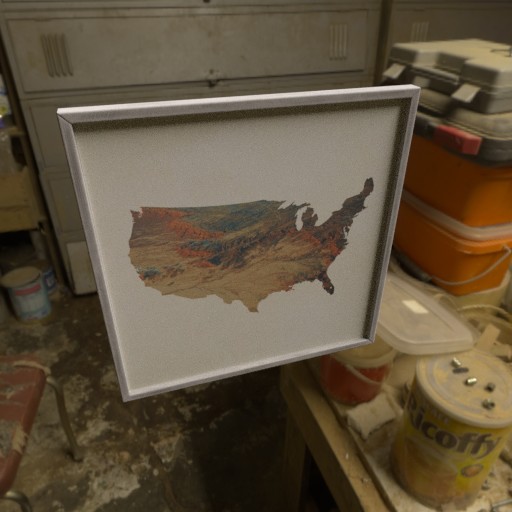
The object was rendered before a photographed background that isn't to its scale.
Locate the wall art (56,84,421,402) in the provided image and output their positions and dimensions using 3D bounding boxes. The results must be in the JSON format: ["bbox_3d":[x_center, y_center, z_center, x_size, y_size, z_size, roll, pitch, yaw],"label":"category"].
[{"bbox_3d":[0.000,0.000,0.439,0.303,0.303,0.015,-9,33,-15],"label":"wall art"}]
